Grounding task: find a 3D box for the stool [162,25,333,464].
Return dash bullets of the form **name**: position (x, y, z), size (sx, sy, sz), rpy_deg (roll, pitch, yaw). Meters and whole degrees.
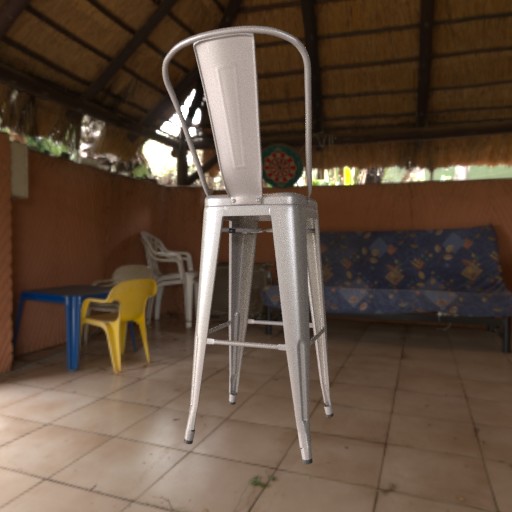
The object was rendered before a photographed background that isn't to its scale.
- **stool**: position (0.000, 0.000, 1.307), size (0.399, 1.096, 0.513), rpy_deg (1, 2, 19)
